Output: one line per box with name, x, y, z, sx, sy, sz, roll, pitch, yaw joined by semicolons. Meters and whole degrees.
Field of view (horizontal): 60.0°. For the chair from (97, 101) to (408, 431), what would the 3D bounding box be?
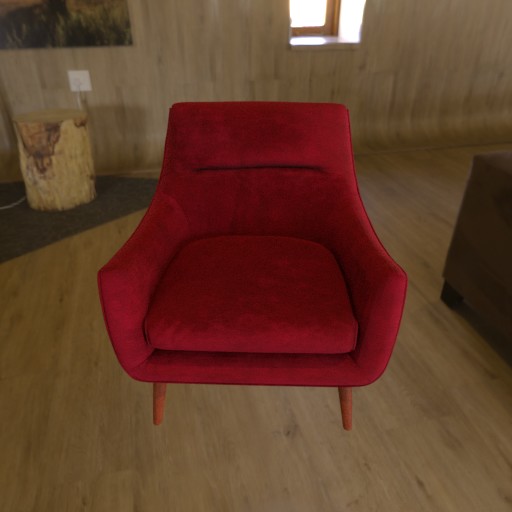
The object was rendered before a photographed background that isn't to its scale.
chair;0.000;0.000;1.446;0.762;0.838;0.787;1;31;2
